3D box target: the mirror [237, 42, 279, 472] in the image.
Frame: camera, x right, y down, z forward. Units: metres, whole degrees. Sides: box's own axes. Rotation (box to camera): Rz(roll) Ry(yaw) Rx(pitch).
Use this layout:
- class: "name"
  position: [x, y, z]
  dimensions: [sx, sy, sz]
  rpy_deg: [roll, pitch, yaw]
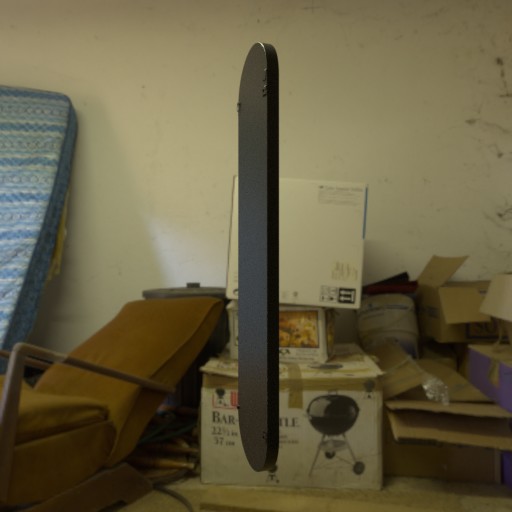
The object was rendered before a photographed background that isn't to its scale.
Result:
- class: "mirror"
  position: [0.000, 0.000, 1.050]
  dimensions: [0.032, 0.991, 0.222]
  rpy_deg: [0, -1, -18]
